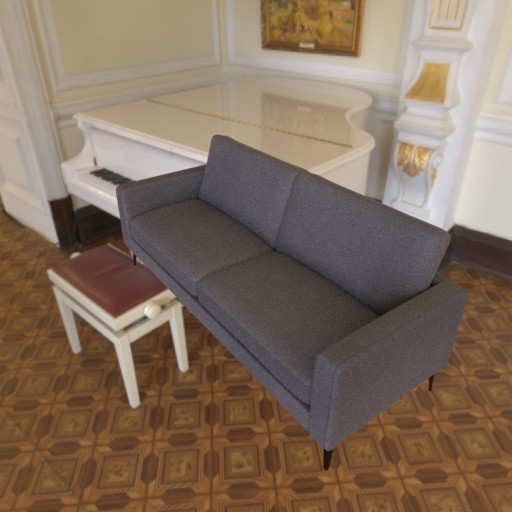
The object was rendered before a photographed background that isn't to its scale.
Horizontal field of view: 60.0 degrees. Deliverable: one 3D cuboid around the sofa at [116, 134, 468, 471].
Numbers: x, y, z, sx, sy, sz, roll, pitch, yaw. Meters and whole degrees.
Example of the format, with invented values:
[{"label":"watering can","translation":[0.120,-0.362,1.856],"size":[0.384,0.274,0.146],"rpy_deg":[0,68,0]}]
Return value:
[{"label":"sofa","translation":[0.000,0.000,2.358],"size":[0.774,0.828,1.925],"rpy_deg":[-21,37,-30]}]
